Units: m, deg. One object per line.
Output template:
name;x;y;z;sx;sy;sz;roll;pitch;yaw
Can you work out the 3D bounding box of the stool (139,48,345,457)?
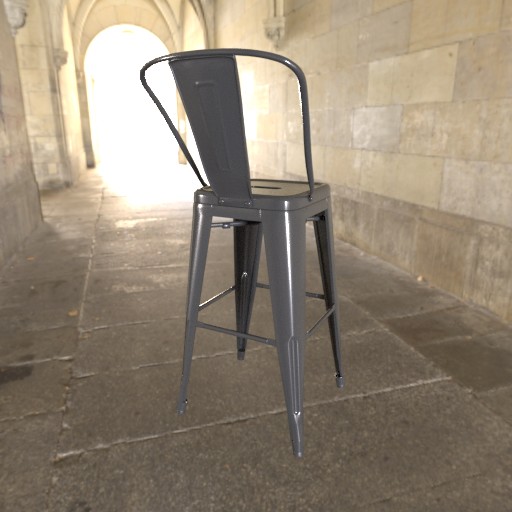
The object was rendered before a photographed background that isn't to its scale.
stool;0.000;0.000;1.276;0.432;1.022;0.528;9;18;27
